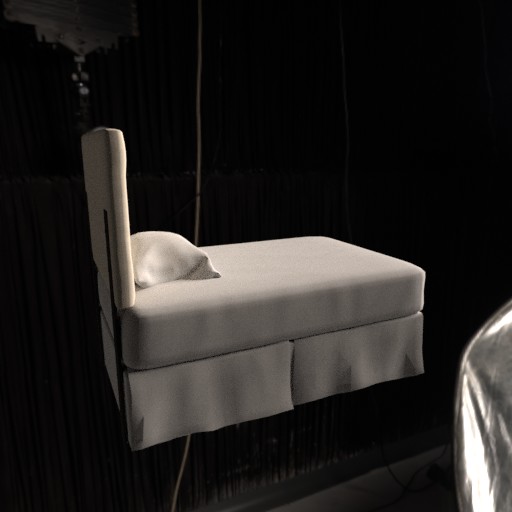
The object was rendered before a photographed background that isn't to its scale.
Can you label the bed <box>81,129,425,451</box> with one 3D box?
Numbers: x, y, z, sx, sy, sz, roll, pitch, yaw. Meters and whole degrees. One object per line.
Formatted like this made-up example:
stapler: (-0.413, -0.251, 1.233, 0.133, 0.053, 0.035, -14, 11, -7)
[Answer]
bed: (0.000, 0.000, 2.962, 1.997, 1.571, 1.261, -6, 15, -25)
